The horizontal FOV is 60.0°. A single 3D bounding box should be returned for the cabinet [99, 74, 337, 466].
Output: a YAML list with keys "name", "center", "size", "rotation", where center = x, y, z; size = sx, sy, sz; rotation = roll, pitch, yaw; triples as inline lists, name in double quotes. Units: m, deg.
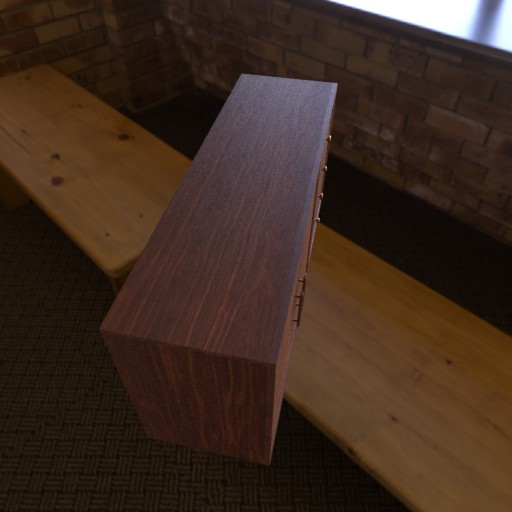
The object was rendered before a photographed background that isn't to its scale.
- name: "cabinet"
  center: [0.000, 0.000, 2.015]
  size: [0.505, 0.940, 1.575]
  rotation: [9, 47, 9]
